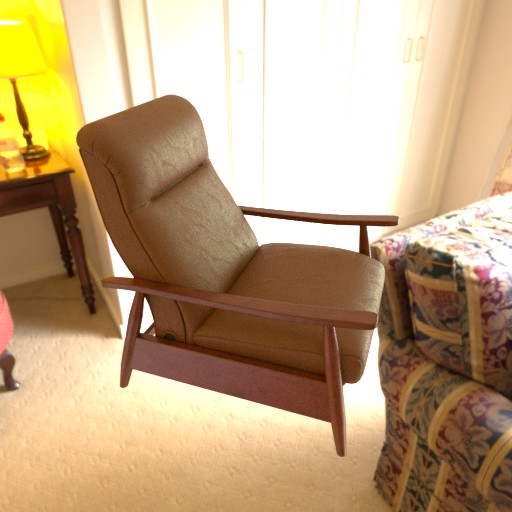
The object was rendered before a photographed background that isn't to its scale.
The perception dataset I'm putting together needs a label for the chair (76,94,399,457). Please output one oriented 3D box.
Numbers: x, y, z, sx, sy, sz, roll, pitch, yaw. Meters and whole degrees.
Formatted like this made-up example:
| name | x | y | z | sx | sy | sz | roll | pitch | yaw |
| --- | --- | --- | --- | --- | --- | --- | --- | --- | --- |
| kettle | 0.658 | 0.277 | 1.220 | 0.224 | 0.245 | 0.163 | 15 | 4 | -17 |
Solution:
| name | x | y | z | sx | sy | sz | roll | pitch | yaw |
| --- | --- | --- | --- | --- | --- | --- | --- | --- | --- |
| chair | 0.000 | 0.000 | 1.757 | 1.014 | 1.082 | 0.762 | 11 | 32 | 17 |
